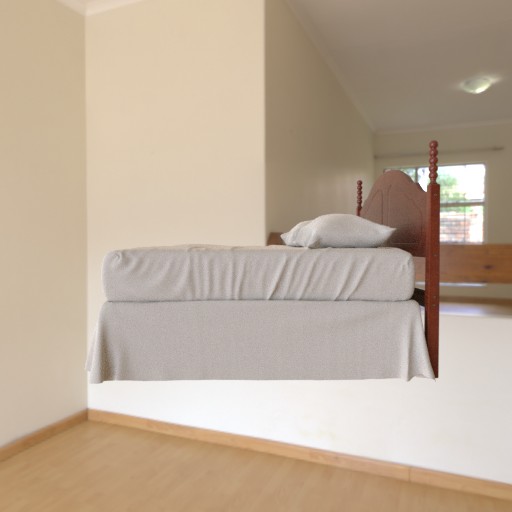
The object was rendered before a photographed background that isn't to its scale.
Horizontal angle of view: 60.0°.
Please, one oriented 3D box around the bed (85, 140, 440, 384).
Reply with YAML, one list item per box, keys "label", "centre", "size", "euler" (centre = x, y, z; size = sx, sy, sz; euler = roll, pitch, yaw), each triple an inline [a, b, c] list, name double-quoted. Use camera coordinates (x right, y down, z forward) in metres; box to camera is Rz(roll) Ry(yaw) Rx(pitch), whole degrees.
- label: "bed"
  centre: [0.000, 0.000, 3.293]
  size: [2.040, 1.356, 1.873]
  euler: [0, 2, -2]
